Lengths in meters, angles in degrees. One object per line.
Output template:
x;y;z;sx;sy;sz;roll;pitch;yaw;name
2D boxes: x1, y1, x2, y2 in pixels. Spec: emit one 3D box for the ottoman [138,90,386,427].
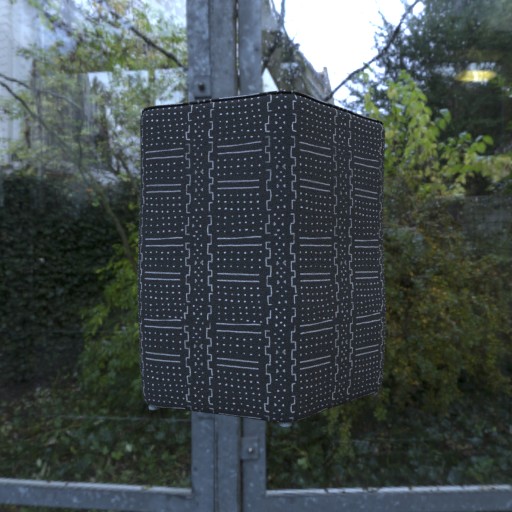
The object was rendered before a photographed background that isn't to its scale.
0.000;0.000;0.878;0.494;0.502;0.443;0;0;19;ottoman
